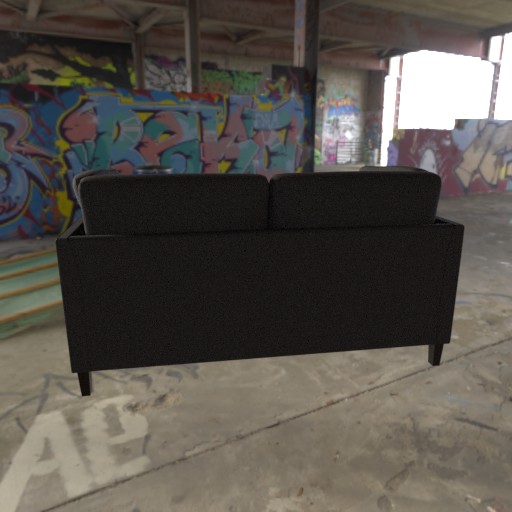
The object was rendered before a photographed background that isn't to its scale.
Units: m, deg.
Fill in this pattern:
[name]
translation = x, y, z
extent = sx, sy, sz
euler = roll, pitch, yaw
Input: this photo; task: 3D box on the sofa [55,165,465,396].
[sofa]
translation = 0.000, 0.000, 2.325
extent = 1.751, 0.920, 0.969
euler = -2, 15, -9
